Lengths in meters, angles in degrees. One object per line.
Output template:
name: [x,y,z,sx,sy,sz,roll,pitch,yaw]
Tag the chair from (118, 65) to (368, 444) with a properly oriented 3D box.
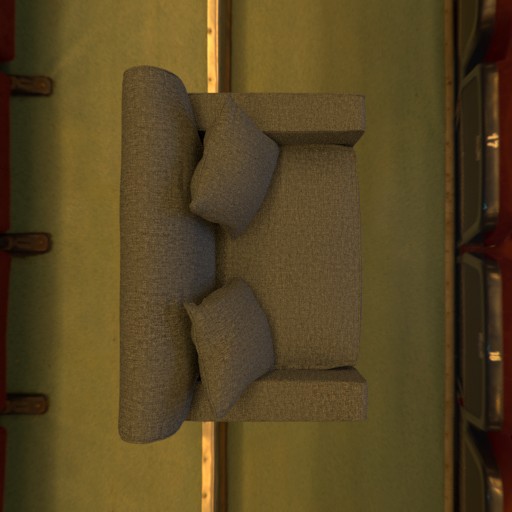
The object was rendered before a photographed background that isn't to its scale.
chair: [0.000,0.000,2.011,1.000,0.948,1.383,0,88,0]
